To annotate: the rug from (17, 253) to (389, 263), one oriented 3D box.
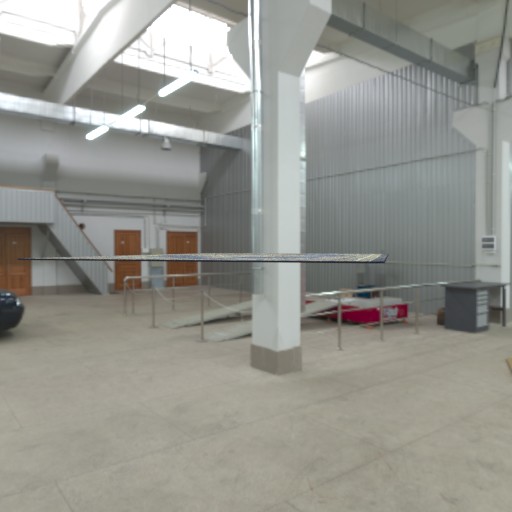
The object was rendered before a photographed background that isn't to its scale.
[{"bbox_3d":[0.000,0.000,2.857,1.630,0.009,2.232,0,1,17],"label":"rug"}]
